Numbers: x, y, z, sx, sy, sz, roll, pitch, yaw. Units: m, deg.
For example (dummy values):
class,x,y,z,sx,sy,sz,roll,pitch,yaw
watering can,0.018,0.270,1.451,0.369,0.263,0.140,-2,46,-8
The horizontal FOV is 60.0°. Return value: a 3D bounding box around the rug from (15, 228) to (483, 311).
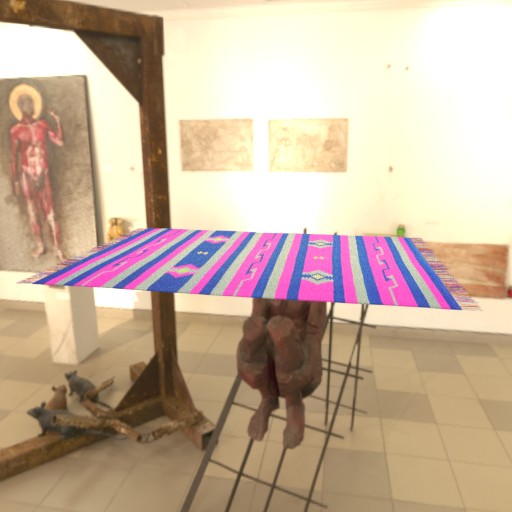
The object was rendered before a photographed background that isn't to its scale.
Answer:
class,x,y,z,sx,sy,sz,roll,pitch,yaw
rug,0.000,0.000,2.888,2.350,0.013,1.539,3,15,10
